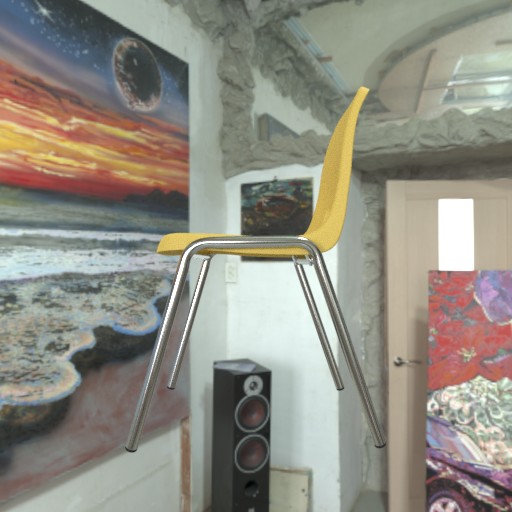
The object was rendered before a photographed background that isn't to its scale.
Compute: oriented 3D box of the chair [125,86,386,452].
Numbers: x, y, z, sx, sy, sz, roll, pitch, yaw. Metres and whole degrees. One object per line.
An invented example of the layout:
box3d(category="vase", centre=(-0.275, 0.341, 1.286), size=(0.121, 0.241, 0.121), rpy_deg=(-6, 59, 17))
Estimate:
box3d(category="chair", centre=(0.000, 0.000, 0.921), size=(0.436, 0.653, 0.381), rpy_deg=(0, -1, -1))
